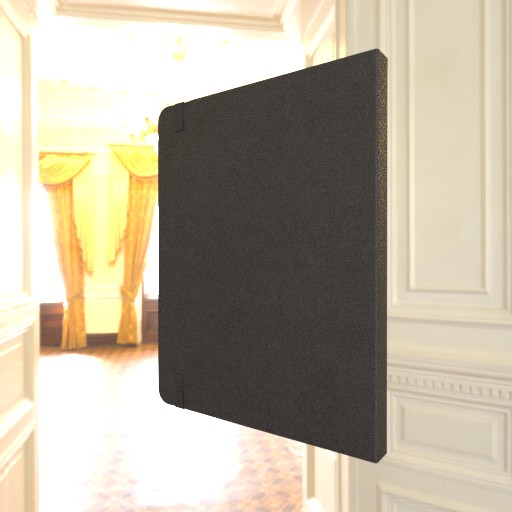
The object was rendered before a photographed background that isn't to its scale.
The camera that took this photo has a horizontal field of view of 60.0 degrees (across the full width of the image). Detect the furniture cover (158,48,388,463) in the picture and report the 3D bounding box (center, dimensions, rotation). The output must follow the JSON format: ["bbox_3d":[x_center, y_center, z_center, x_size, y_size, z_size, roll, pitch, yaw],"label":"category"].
[{"bbox_3d":[0.000,0.000,0.369,0.216,0.281,0.023,0,0,36],"label":"furniture cover"}]
